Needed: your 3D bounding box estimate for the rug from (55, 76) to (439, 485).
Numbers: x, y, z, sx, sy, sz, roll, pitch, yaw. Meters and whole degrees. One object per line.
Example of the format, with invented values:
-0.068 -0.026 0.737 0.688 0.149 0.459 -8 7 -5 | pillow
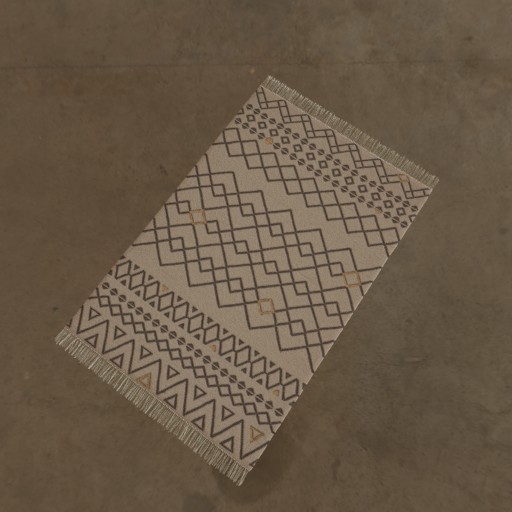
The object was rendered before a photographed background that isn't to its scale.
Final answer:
0.000 0.000 2.472 1.224 0.028 2.023 34 78 8 | rug
